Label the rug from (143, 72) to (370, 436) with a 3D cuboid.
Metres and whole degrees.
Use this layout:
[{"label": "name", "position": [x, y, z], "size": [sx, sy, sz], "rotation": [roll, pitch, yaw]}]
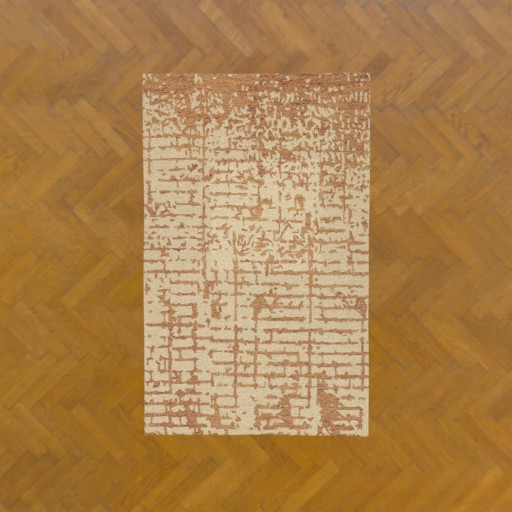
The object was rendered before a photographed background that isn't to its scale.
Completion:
[{"label": "rug", "position": [0.000, 0.000, 2.977], "size": [1.517, 0.011, 2.435], "rotation": [0, 91, 1]}]
